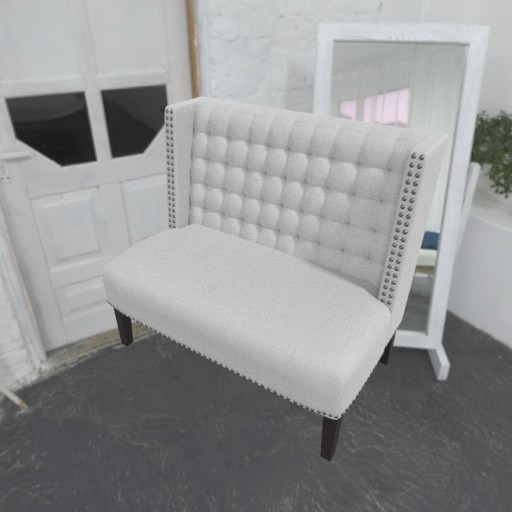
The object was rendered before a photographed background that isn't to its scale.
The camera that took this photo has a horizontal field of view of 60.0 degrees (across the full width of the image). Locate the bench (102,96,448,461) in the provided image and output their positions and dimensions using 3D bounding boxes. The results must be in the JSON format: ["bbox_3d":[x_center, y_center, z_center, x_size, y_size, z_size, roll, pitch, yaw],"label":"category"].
[{"bbox_3d":[0.000,0.000,2.020,1.280,1.123,0.847,19,36,29],"label":"bench"}]
